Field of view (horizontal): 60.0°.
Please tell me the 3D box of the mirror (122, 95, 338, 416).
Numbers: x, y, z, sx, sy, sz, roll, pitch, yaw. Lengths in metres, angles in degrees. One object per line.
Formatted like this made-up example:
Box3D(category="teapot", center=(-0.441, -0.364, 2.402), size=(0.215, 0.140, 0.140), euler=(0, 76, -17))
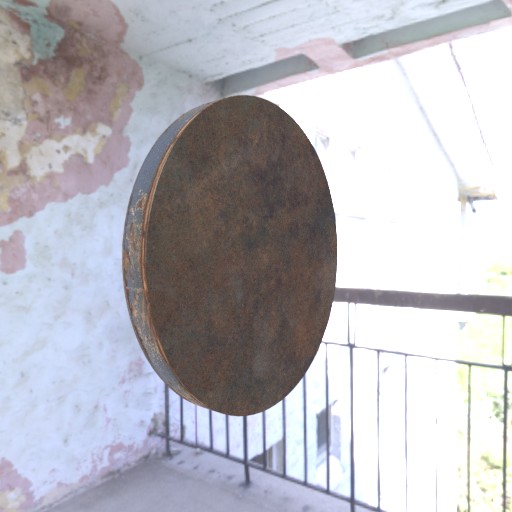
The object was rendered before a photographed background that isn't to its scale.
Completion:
Box3D(category="mirror", center=(0.000, 0.000, 0.858), size=(0.061, 0.585, 0.585), euler=(1, 2, 37))
